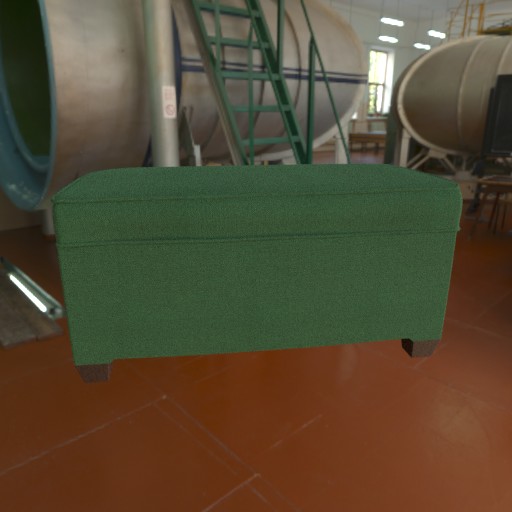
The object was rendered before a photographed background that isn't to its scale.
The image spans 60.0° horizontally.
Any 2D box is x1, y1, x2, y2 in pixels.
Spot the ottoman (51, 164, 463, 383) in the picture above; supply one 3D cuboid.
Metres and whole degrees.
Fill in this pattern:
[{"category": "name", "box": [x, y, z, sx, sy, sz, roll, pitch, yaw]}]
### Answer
[{"category": "ottoman", "box": [0.000, 0.000, 1.245, 0.957, 0.471, 0.483, -2, 18, -8]}]
